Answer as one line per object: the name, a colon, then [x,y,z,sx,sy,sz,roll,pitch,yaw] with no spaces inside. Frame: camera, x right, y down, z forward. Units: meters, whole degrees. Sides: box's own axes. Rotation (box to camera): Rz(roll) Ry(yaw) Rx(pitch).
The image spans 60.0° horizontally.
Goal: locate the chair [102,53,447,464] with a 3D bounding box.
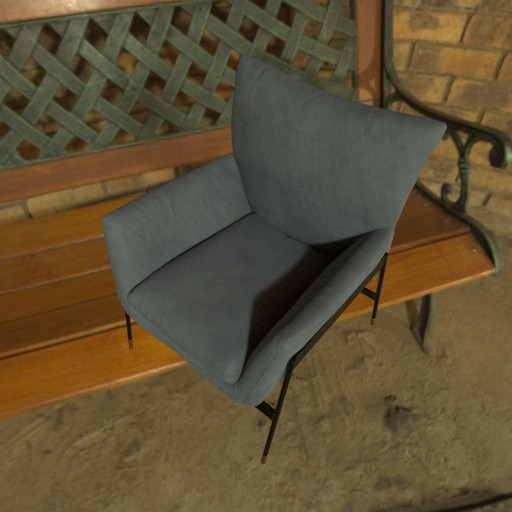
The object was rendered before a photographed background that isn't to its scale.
chair: [0.000,0.000,1.366,0.678,0.858,0.709,31,54,26]
